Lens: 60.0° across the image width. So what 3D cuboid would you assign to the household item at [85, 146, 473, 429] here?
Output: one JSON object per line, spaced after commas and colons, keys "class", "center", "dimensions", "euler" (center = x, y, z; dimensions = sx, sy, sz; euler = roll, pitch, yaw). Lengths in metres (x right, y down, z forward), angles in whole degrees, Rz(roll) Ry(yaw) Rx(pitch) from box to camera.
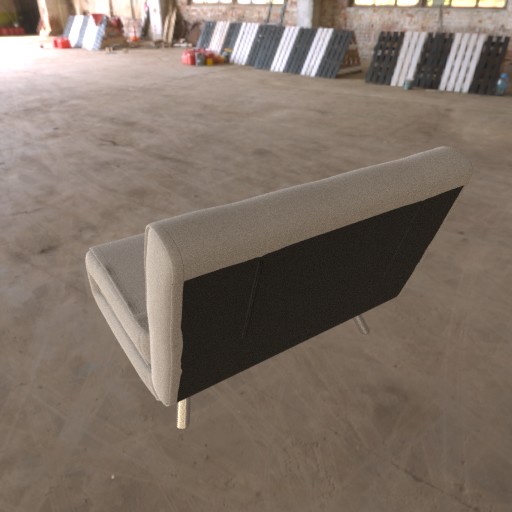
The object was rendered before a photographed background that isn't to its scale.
{"class": "household item", "center": [0.000, 0.000, 1.567], "dimensions": [1.000, 0.800, 0.874], "euler": [-19, 36, -28]}
